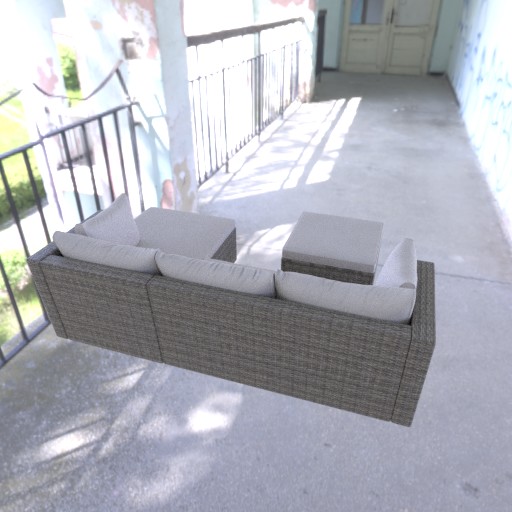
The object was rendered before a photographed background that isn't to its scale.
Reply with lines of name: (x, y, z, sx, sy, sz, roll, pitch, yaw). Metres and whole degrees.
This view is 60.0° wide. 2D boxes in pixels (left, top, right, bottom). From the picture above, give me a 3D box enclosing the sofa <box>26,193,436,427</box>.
sofa: (0.000, 0.000, 3.002, 2.192, 0.766, 1.662, 10, 33, 16)
